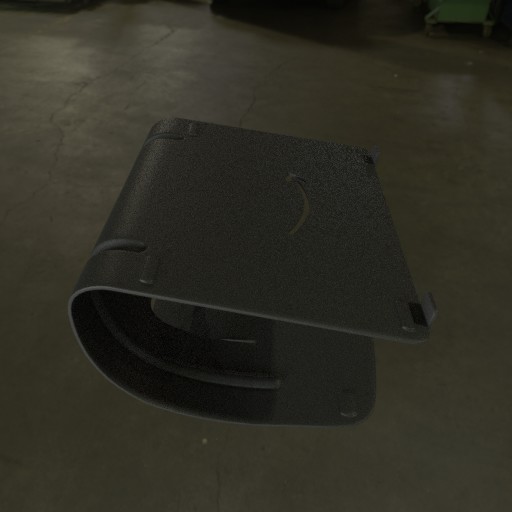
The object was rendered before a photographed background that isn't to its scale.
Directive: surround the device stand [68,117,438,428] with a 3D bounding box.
[{"bbox_3d":[0.000,0.000,0.401,0.236,0.155,0.256,1,41,1],"label":"device stand"}]
